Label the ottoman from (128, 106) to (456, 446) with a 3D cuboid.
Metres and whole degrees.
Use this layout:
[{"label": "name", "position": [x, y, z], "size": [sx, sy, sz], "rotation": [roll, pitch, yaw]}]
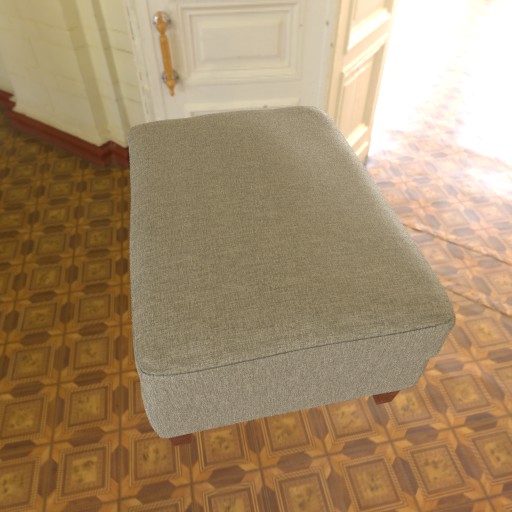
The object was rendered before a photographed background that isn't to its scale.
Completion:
[{"label": "ottoman", "position": [0.000, 0.000, 1.213], "size": [0.639, 0.494, 0.873], "rotation": [-9, 47, -8]}]
